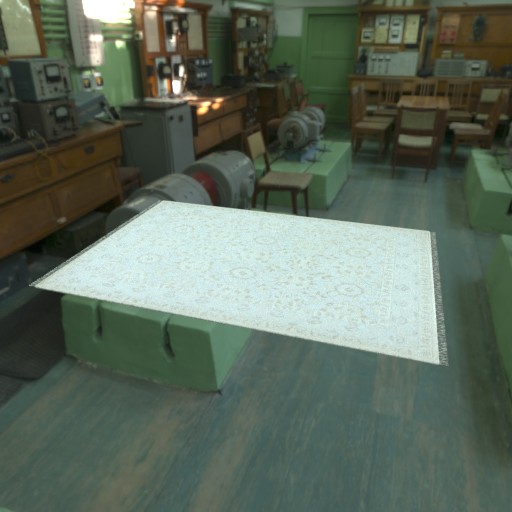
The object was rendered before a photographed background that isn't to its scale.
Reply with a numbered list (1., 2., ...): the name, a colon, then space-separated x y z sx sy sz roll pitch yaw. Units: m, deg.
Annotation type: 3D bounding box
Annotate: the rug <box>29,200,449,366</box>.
1. rug: 0.000 0.000 2.859 2.233 0.011 1.514 8 28 16
